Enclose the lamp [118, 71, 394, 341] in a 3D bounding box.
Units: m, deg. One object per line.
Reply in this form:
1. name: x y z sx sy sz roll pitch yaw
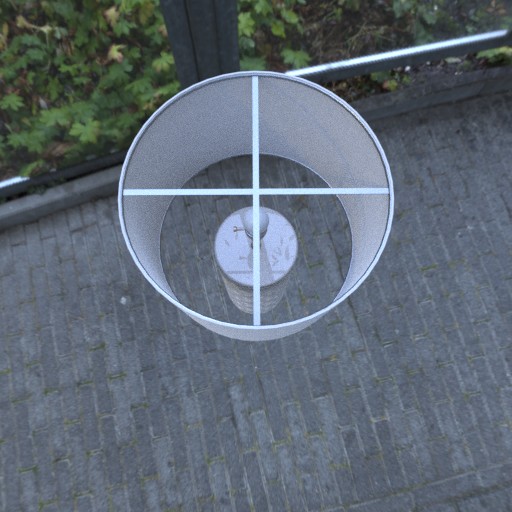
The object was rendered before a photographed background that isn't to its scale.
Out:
1. lamp: 0.000 0.000 0.832 0.324 0.636 0.325 0 76 0
